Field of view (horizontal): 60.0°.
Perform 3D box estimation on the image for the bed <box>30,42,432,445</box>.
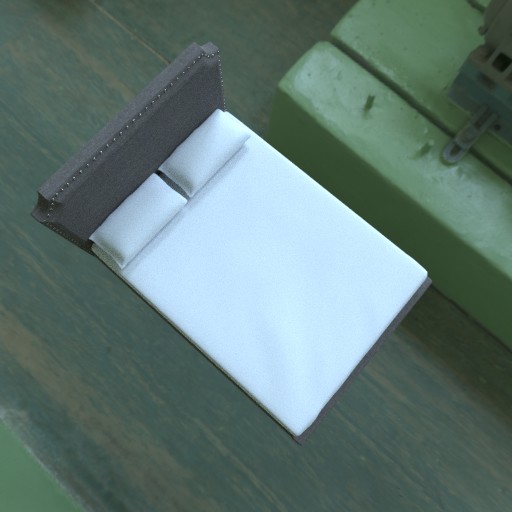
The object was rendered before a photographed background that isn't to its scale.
[{"bbox_3d":[0.000,0.000,3.398,2.381,1.457,1.713,40,80,9],"label":"bed"}]
